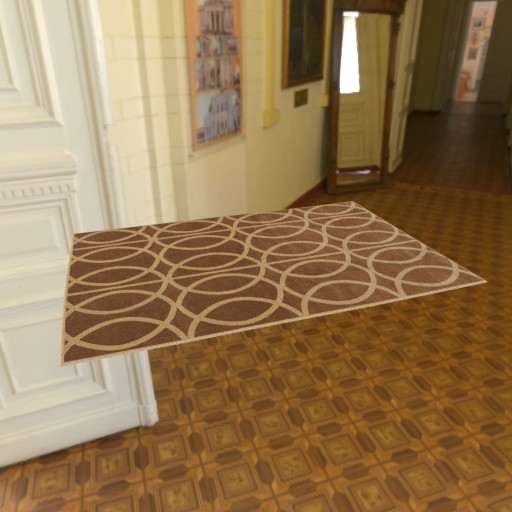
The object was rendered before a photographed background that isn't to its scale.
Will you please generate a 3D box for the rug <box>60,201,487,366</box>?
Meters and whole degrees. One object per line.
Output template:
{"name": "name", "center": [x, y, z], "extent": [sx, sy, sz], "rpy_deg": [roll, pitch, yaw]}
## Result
{"name": "rug", "center": [0.000, 0.000, 2.859], "extent": [2.294, 0.014, 1.528], "rpy_deg": [-8, 27, -17]}
